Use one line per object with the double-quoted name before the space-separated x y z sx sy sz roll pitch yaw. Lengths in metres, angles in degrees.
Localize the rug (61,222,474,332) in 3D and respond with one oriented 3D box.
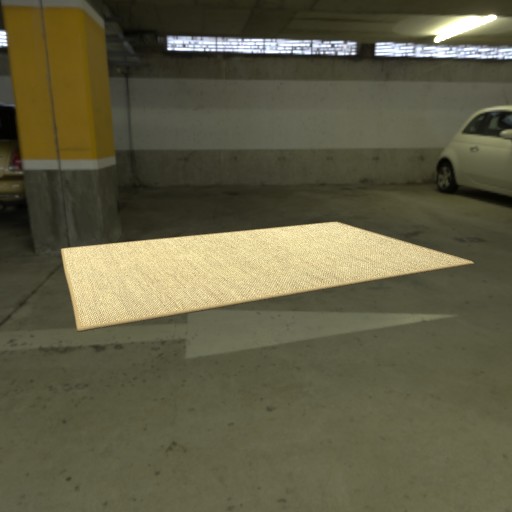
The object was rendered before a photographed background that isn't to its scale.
"rug" 0.000 0.000 2.100 1.667 0.013 1.062 -7 17 -24
